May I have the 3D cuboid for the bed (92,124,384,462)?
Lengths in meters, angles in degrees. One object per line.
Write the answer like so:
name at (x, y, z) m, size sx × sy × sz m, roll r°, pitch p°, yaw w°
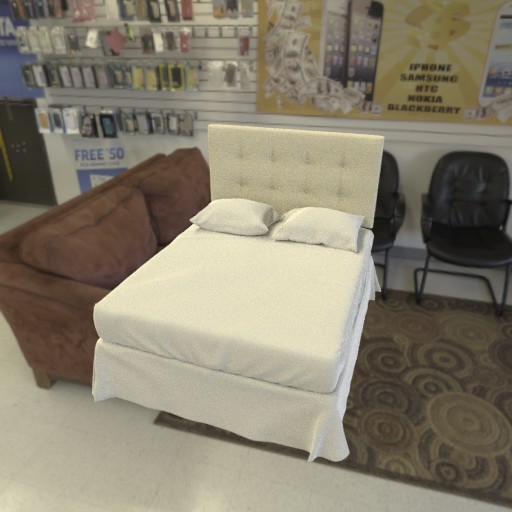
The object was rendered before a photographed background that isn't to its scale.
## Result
bed at (0.000, 0.000, 3.502) m, size 1.936 × 1.577 × 2.222 m, roll 9°, pitch 29°, yaw 17°
